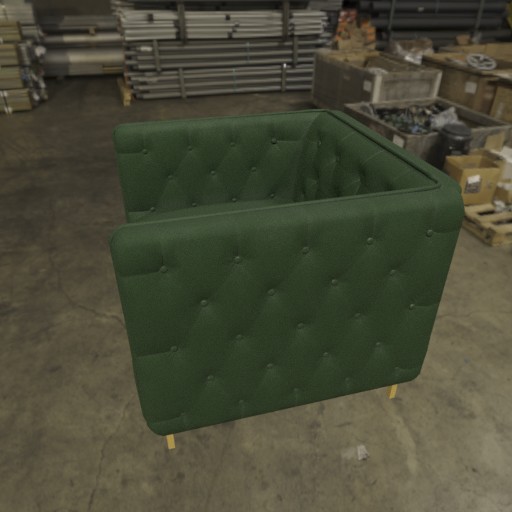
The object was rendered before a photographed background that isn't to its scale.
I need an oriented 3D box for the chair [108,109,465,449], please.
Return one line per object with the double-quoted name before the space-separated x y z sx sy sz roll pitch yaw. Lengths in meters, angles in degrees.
"chair" 0.000 0.000 1.515 0.855 0.768 0.917 -8 33 -13
